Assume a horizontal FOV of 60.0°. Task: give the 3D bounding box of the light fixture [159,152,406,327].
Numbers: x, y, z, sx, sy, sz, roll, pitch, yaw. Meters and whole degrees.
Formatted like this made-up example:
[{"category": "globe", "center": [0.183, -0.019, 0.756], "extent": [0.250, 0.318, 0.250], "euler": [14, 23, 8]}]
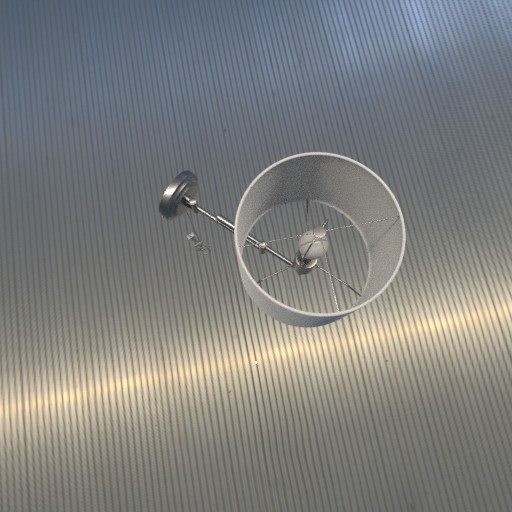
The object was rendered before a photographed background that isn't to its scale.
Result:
[{"category": "light fixture", "center": [0.000, 0.000, 1.075], "extent": [0.479, 0.842, 0.253], "euler": [33, 79, 7]}]
